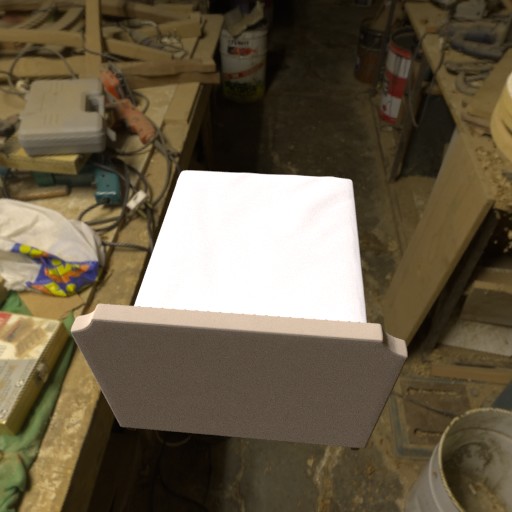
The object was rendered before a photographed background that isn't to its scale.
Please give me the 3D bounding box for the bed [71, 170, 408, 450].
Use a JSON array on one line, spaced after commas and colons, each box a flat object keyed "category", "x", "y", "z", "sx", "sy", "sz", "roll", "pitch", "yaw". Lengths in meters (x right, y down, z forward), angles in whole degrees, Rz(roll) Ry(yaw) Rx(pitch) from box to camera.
[{"category": "bed", "x": 0.000, "y": 0.000, "z": 3.408, "sx": 1.703, "sy": 1.415, "sz": 2.329, "roll": 4, "pitch": 46, "yaw": 3}]
